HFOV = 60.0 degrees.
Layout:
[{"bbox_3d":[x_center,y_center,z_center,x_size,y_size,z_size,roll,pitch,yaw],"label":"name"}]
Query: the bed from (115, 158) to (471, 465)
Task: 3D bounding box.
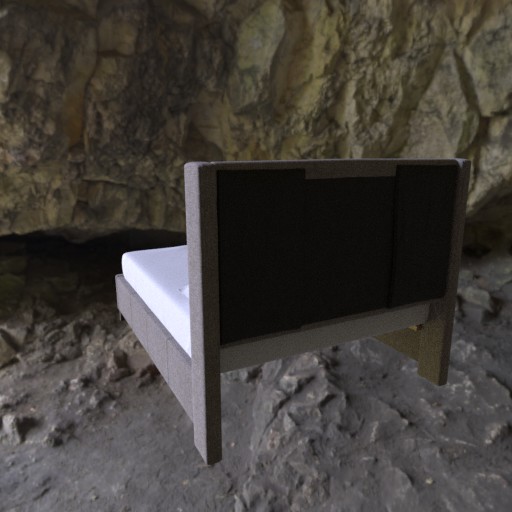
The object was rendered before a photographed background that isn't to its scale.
[{"bbox_3d":[0.000,0.000,3.359,1.714,1.476,2.245,-7,15,-27],"label":"bed"}]
